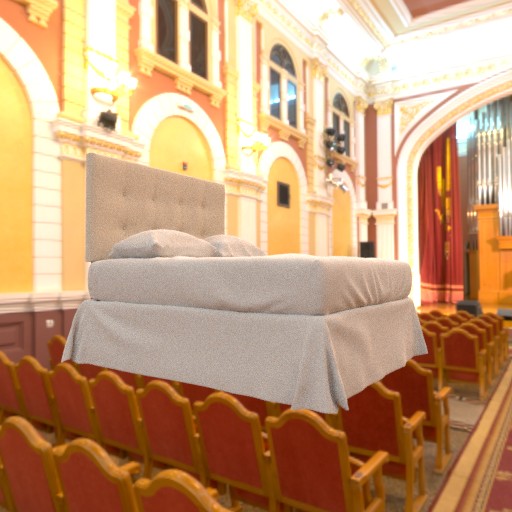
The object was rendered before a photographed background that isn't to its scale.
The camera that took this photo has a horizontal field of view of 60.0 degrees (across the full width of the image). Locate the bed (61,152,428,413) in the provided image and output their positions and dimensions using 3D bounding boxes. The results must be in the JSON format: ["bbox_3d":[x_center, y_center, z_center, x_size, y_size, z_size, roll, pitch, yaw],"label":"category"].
[{"bbox_3d":[0.000,0.000,3.459,2.222,1.577,1.936,-1,-2,34],"label":"bed"}]
